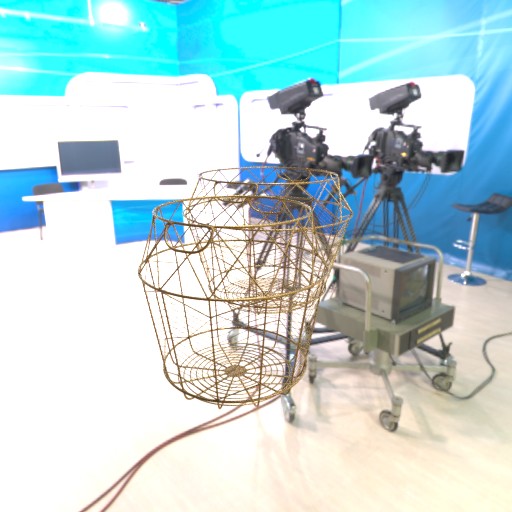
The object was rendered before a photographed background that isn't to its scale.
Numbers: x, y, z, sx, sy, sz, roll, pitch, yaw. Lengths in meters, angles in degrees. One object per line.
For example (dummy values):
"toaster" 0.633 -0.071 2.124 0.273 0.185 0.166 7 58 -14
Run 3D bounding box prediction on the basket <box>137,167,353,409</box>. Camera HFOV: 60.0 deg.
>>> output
"basket" 0.000 0.000 1.045 0.451 0.343 0.805 3 17 10
